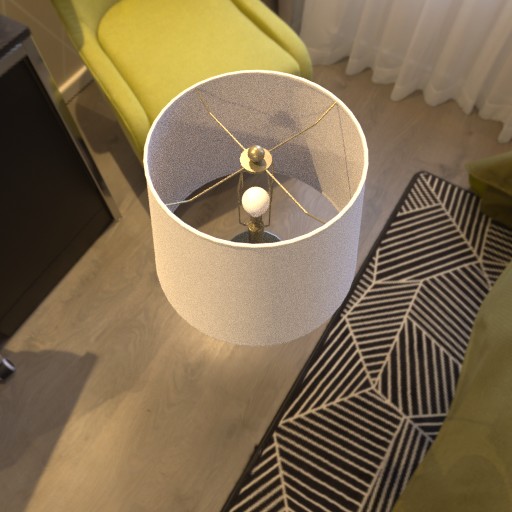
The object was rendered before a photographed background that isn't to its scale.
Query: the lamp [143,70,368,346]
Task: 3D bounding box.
[{"bbox_3d":[0.000,0.000,0.550,0.239,0.399,0.239,0,63,0],"label":"lamp"}]
